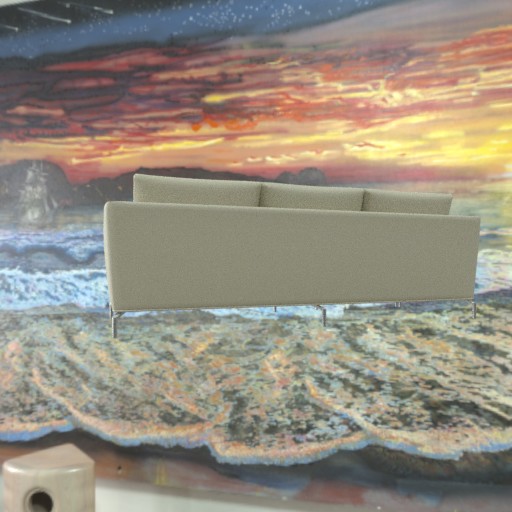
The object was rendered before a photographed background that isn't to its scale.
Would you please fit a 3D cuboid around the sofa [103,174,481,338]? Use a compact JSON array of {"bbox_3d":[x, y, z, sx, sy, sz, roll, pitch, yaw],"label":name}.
[{"bbox_3d":[0.000,0.000,3.755,2.448,0.867,2.430,0,-1,-19],"label":"sofa"}]
